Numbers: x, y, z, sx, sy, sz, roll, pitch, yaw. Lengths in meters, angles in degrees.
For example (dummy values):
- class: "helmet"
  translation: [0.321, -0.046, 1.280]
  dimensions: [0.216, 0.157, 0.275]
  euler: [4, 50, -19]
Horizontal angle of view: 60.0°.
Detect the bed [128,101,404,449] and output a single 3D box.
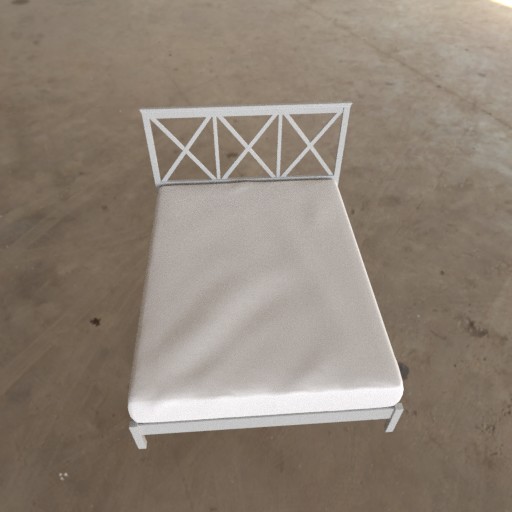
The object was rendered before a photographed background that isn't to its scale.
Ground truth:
- class: "bed"
  translation: [0.000, 0.000, 3.177]
  dimensions: [1.673, 1.253, 2.135]
  euler: [-3, 45, -3]
